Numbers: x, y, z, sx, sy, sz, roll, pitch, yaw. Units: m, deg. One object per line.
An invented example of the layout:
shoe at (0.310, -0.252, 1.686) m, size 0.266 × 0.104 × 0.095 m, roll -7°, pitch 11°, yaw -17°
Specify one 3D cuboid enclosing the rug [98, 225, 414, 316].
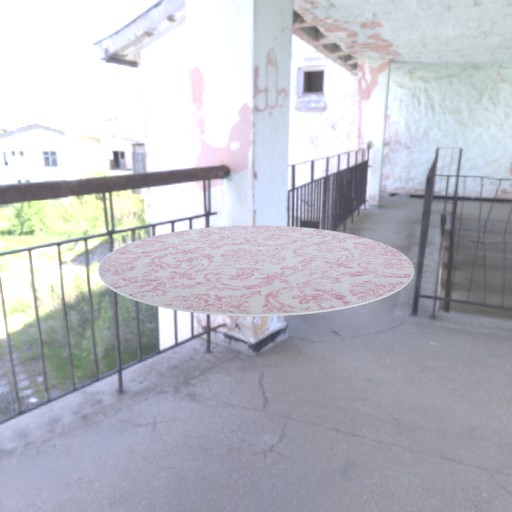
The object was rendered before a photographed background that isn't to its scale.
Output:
rug at (0.000, 0.000, 2.358) m, size 1.593 × 0.012 × 1.593 m, roll 0°, pitch 16°, yaw 0°
